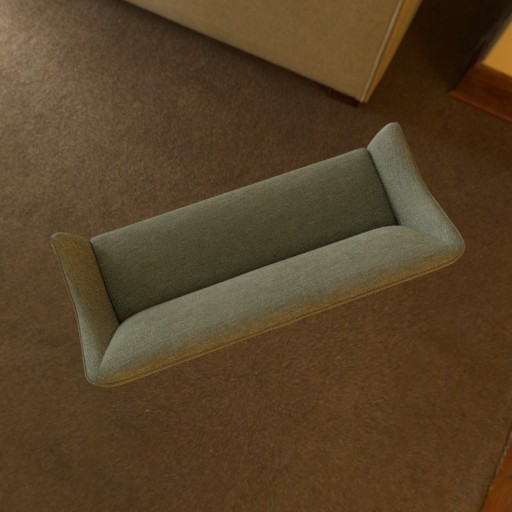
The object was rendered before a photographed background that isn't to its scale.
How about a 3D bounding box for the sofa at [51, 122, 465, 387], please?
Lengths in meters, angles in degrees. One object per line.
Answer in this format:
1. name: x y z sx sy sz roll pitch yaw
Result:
1. sofa: 0.000 0.000 2.408 1.928 0.829 0.867 -19 76 -5
